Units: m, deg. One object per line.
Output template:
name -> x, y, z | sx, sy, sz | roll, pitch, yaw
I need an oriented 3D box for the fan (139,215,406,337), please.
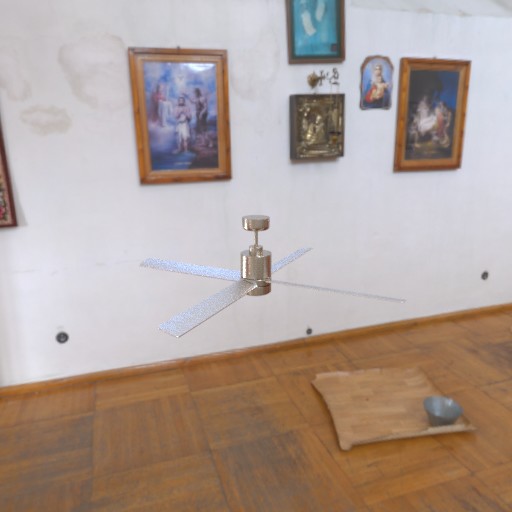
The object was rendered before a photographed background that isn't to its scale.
fan -> 0.000, 0.000, 2.009 | 1.322, 0.355, 1.322 | 7, 16, 26
